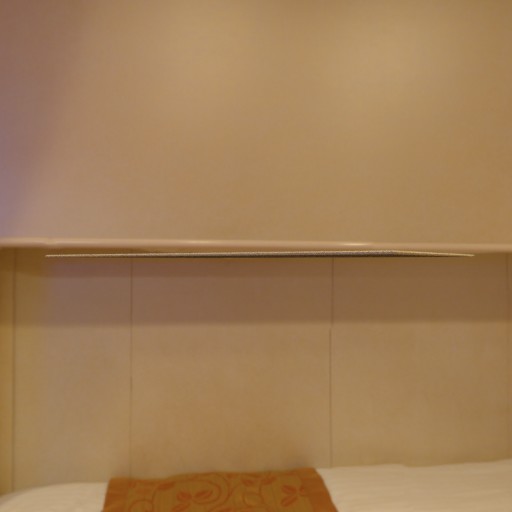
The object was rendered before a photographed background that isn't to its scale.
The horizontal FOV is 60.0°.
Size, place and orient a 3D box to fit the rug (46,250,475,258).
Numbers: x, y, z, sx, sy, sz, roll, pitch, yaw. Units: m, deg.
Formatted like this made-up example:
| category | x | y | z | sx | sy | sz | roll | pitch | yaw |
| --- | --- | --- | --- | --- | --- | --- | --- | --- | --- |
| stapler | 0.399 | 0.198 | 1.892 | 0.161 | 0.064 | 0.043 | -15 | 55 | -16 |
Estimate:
| category | x | y | z | sx | sy | sz | roll | pitch | yaw |
| --- | --- | --- | --- | --- | --- | --- | --- | --- | --- |
| rug | 0.000 | 0.000 | 2.260 | 1.829 | 0.010 | 1.219 | 0 | -1 | 36 |
